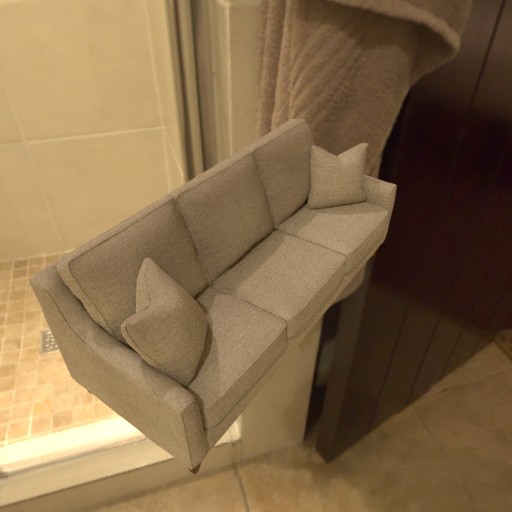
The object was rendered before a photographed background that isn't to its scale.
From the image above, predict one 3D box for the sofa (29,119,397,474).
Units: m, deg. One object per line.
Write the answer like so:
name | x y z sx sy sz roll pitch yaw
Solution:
sofa | 0.000 0.000 2.466 0.865 0.914 2.031 25 46 27
